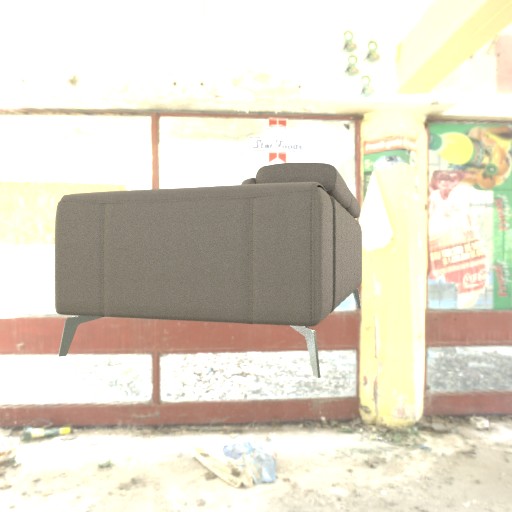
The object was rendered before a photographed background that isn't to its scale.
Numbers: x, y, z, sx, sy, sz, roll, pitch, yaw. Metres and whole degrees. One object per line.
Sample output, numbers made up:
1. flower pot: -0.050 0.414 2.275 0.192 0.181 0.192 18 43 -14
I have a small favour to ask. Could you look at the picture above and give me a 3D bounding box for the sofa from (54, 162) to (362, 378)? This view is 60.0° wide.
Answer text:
1. sofa: 0.000 0.000 2.415 1.024 0.753 1.930 0 0 17
